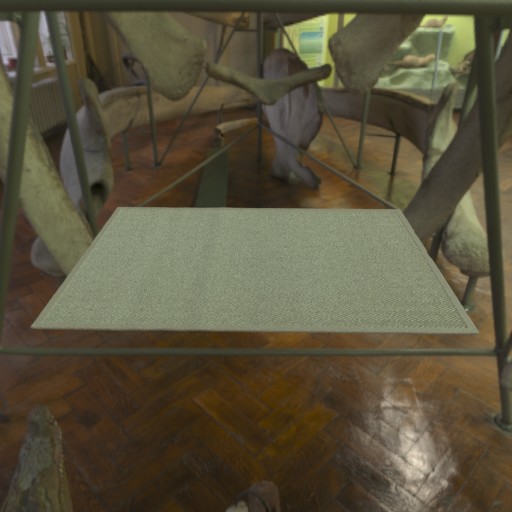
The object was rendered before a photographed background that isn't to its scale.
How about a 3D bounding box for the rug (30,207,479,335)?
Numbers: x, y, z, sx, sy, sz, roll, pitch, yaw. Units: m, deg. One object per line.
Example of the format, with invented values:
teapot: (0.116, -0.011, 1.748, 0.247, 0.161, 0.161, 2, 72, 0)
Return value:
rug: (0.000, 0.000, 2.919, 2.290, 0.021, 1.540, 1, 30, 1)
